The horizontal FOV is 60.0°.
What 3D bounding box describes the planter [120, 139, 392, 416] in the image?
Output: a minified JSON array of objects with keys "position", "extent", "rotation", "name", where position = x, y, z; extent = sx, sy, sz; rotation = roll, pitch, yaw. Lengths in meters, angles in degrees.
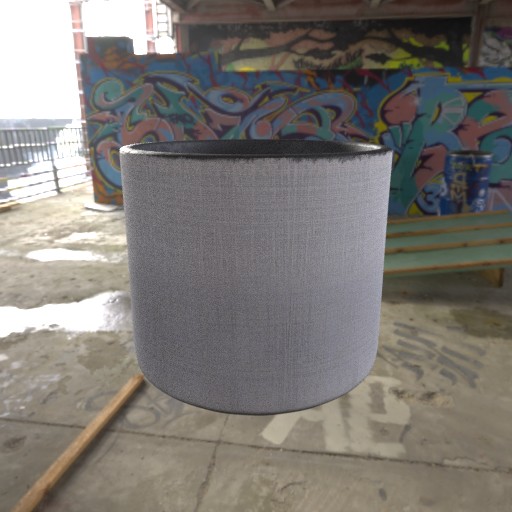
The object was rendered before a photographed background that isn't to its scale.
[{"position":[0.000,0.000,0.453],"extent":[0.254,0.221,0.254],"rotation":[0,17,0],"name":"planter"}]
